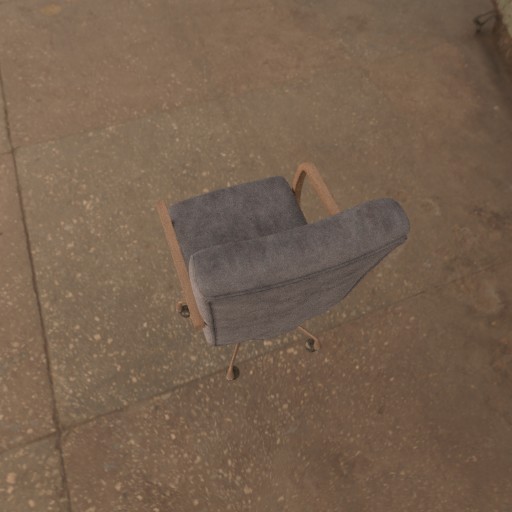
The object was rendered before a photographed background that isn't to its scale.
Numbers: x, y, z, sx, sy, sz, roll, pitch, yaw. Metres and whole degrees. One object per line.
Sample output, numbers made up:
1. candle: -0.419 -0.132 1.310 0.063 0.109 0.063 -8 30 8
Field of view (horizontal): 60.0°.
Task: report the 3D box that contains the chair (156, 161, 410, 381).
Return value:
1. chair: 0.000 0.000 1.512 0.640 1.029 0.741 -17 59 -10
